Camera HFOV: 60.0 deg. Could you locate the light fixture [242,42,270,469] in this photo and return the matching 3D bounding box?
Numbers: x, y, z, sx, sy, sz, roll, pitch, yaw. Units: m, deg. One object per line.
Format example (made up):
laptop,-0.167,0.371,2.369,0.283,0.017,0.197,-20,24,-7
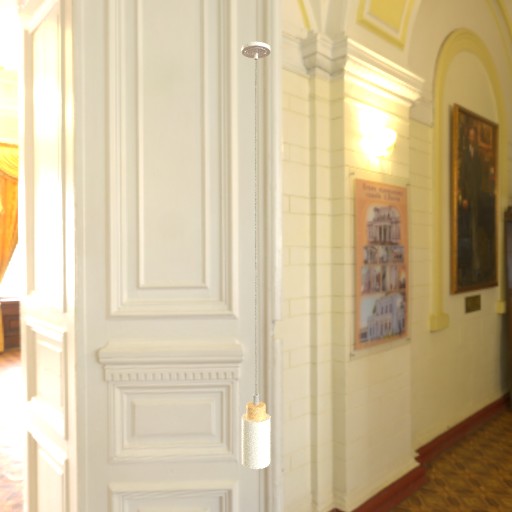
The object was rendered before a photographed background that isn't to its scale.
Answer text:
light fixture,0.000,0.000,1.927,0.125,1.798,0.125,0,0,2
